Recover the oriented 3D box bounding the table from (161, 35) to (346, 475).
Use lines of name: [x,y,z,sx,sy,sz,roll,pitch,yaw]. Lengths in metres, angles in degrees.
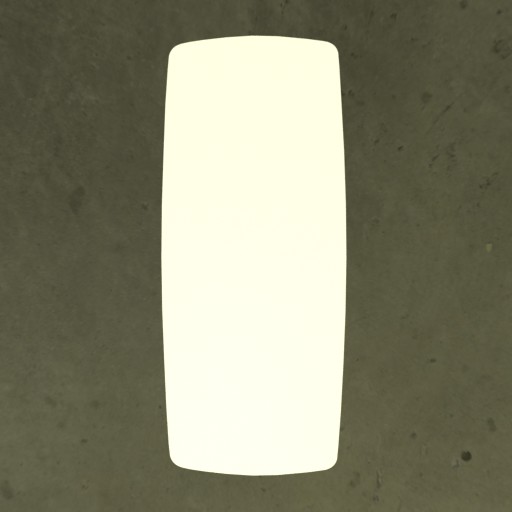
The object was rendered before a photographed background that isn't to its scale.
table: [0.000,0.000,1.580,0.561,0.474,1.334,0,91,2]
